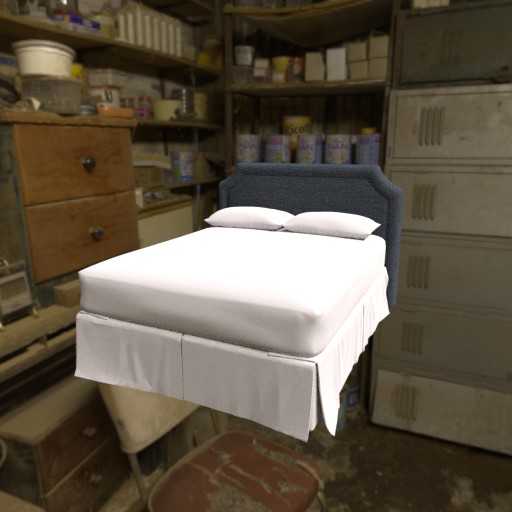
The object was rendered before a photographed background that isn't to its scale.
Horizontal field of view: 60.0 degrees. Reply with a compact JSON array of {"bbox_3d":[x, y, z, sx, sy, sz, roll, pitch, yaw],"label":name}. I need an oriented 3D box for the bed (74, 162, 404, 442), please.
[{"bbox_3d":[0.000,0.000,3.364,1.828,1.297,2.208,7,15,25],"label":"bed"}]
